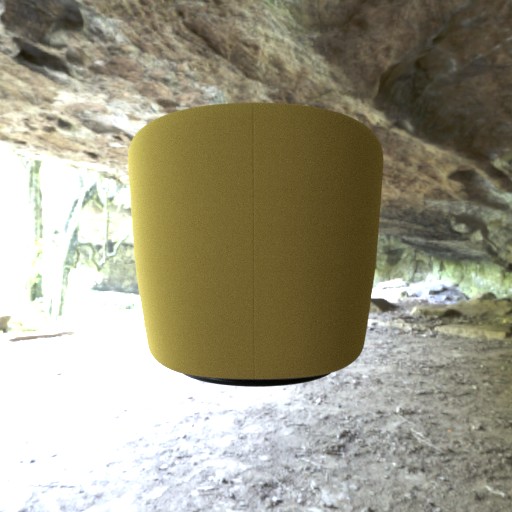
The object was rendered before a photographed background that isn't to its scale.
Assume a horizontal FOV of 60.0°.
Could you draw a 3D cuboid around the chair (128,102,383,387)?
[{"bbox_3d":[0.000,0.000,1.356,0.773,0.698,0.767,0,0,1],"label":"chair"}]
